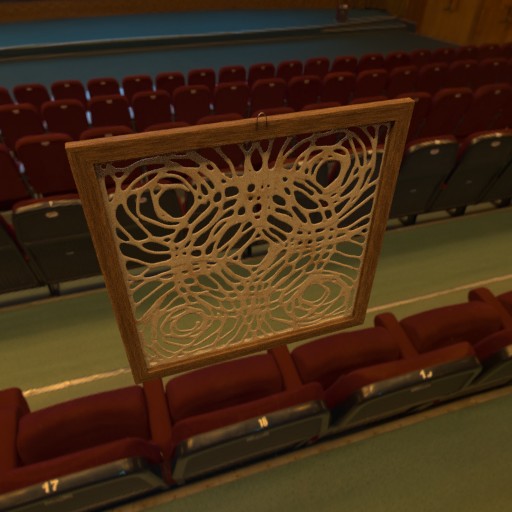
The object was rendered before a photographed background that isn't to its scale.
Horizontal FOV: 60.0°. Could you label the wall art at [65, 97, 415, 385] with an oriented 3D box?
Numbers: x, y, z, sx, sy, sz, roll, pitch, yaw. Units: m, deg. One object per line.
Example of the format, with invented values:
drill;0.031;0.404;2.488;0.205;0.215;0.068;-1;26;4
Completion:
wall art;0.000;0.000;0.860;0.561;0.576;0.021;-12;41;-14
